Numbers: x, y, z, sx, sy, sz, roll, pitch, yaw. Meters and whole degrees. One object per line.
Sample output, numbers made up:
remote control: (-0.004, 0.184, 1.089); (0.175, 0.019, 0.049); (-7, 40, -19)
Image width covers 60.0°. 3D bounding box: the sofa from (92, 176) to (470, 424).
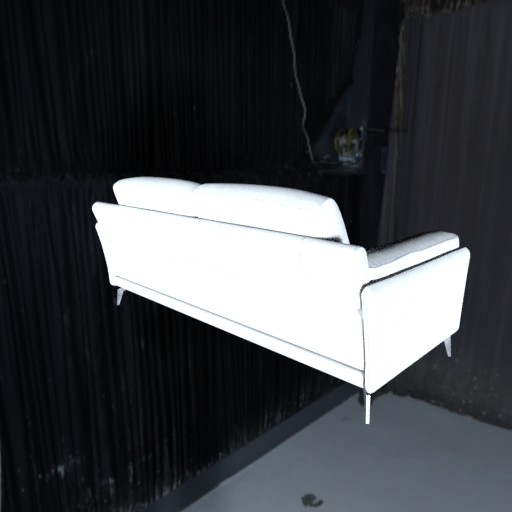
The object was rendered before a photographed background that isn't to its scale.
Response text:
sofa: (0.000, 0.000, 2.654); (2.101, 0.930, 1.049); (13, 19, 43)
